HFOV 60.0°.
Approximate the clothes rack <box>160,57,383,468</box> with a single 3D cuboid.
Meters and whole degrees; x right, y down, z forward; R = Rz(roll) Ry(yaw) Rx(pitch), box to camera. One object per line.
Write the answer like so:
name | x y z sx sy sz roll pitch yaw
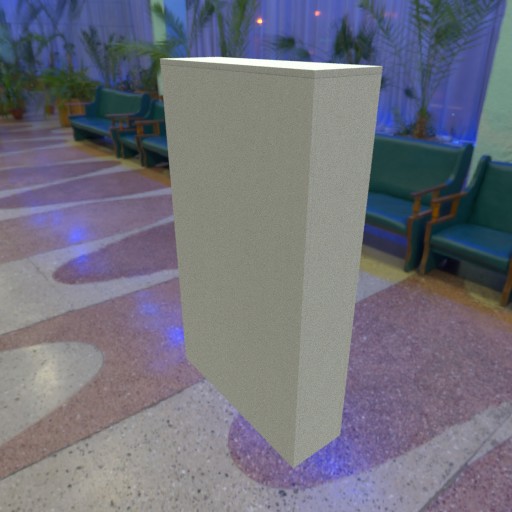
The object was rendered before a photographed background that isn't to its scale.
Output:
clothes rack | 0.000 0.000 1.594 0.250 1.280 0.750 -19 32 -33
